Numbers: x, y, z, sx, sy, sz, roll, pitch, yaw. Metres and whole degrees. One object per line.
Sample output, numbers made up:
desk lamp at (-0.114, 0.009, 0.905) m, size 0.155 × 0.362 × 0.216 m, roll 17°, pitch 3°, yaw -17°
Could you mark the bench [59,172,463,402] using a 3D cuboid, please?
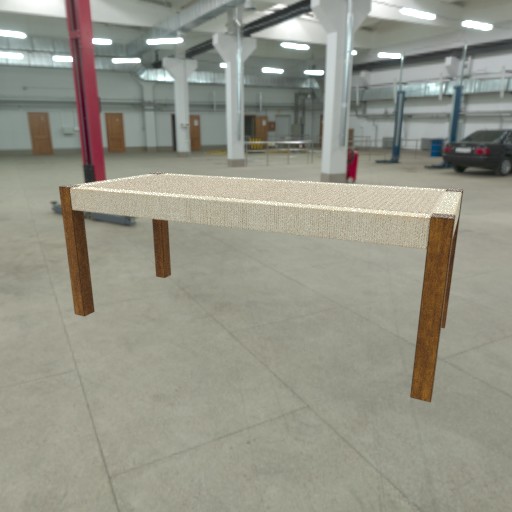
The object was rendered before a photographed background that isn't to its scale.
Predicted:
bench at (0.000, 0.000, 1.488) m, size 1.198 × 0.457 × 0.507 m, roll 8°, pitch 18°, yaw 25°
